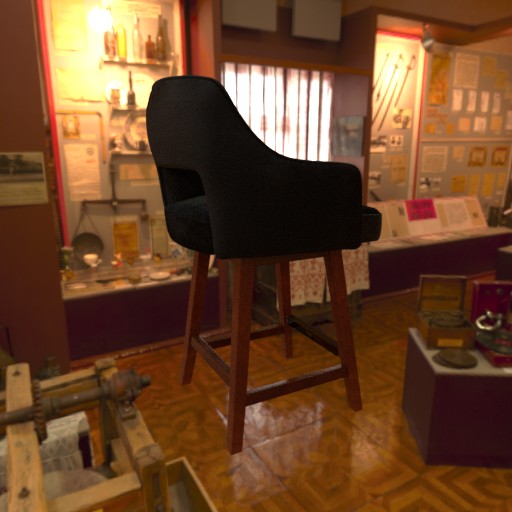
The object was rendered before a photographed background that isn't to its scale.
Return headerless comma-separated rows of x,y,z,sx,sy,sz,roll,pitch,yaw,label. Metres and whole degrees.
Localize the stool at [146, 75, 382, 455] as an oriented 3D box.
0.000,0.000,1.305,0.560,0.940,0.550,-7,15,-27,stool
